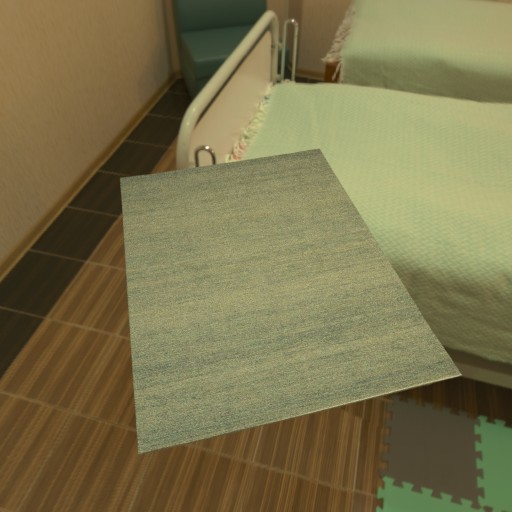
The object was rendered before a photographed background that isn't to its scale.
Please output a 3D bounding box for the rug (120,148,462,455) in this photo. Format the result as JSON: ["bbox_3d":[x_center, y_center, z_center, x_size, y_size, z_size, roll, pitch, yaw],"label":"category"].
[{"bbox_3d":[0.000,0.000,4.276,2.461,0.046,3.237,-10,47,-10],"label":"rug"}]
